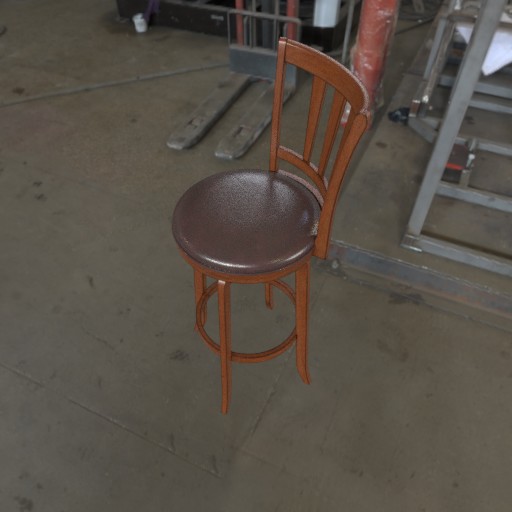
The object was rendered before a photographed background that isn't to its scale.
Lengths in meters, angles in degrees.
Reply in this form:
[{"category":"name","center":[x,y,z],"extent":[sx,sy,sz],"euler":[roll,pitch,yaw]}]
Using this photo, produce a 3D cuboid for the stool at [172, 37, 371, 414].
[{"category":"stool","center":[0.000,0.000,1.450],"extent":[0.503,1.177,0.464],"euler":[-15,48,-14]}]
